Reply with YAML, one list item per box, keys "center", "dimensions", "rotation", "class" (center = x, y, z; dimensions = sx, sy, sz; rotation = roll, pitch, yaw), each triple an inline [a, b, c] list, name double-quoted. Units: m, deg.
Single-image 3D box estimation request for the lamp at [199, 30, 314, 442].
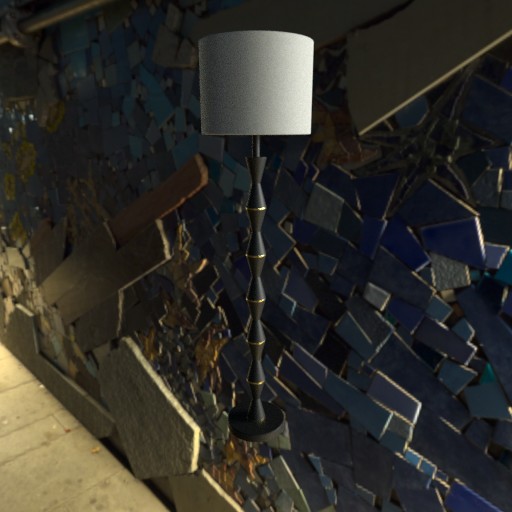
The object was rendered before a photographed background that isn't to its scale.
- center: [0.000, 0.000, 1.681]
  dimensions: [0.381, 1.480, 0.381]
  rotation: [-9, 18, -28]
  class: "lamp"
